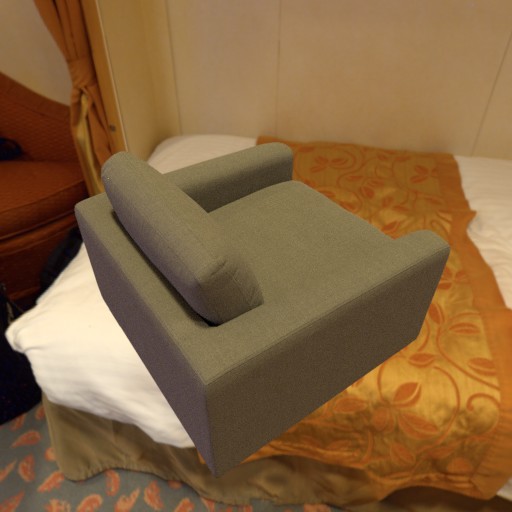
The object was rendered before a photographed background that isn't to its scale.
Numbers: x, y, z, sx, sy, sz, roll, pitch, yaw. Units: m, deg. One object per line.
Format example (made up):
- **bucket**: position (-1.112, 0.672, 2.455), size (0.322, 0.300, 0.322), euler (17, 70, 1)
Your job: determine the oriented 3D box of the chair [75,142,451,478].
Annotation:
- **chair**: position (0.000, 0.000, 1.844), size (1.100, 0.847, 1.070), euler (-25, 46, -26)
